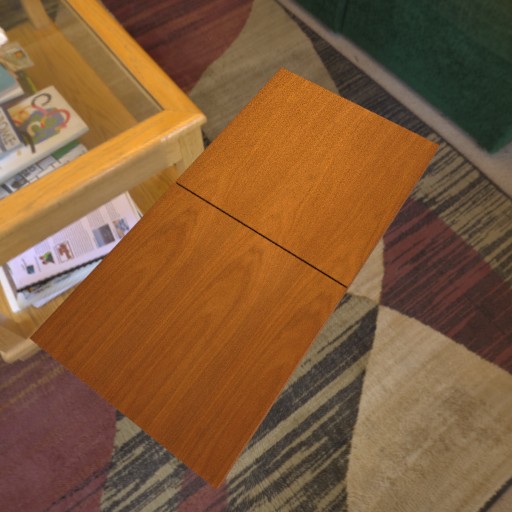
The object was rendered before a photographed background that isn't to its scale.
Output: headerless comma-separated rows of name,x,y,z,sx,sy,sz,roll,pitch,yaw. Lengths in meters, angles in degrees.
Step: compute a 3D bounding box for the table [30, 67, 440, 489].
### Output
table,0.000,0.000,1.440,0.610,0.330,1.194,32,69,14
